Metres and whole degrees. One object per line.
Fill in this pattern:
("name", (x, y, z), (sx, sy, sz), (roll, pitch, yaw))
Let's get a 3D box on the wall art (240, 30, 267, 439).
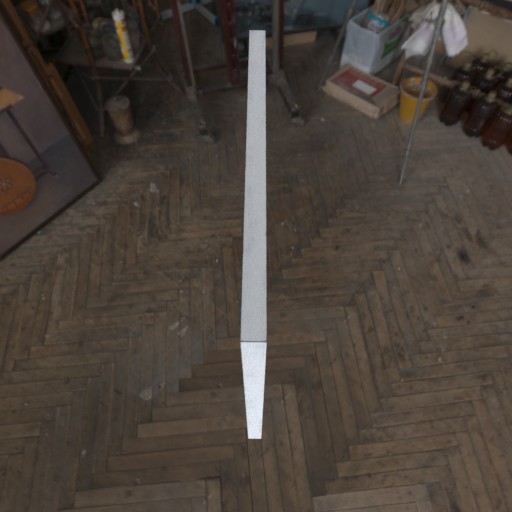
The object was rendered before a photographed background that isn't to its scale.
("wall art", (0.000, 0.000, 1.152), (0.038, 0.762, 0.762), (0, 58, 0))
